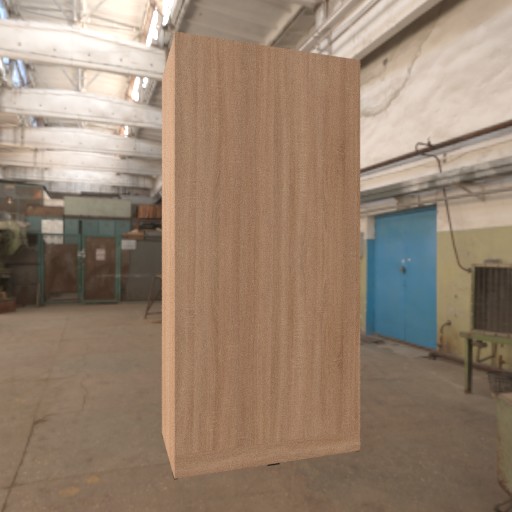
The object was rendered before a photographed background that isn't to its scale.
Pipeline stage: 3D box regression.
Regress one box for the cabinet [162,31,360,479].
[{"bbox_3d":[0.000,0.000,2.527,1.001,2.121,0.590,0,0,-18],"label":"cabinet"}]
